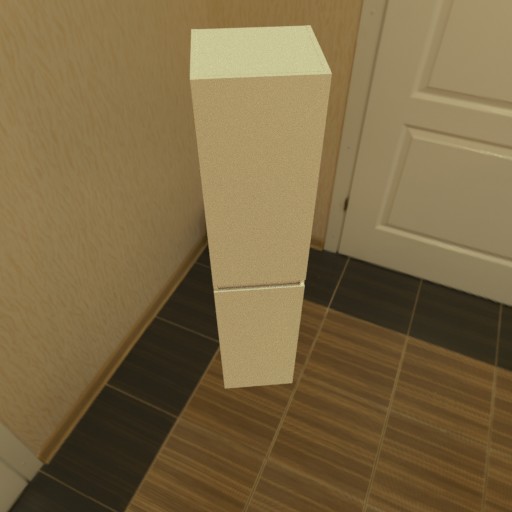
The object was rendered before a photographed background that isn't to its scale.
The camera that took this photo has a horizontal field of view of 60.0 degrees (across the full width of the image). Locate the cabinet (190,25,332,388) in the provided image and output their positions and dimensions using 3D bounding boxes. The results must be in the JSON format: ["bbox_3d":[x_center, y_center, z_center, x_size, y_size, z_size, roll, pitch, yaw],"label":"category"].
[{"bbox_3d":[0.000,0.000,1.535,0.300,1.400,0.269,-4,47,-3],"label":"cabinet"}]
